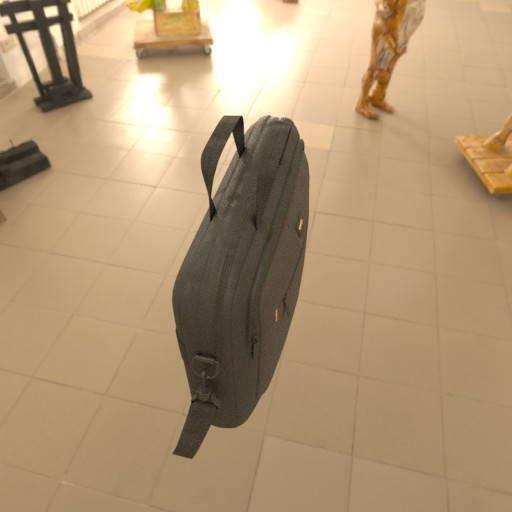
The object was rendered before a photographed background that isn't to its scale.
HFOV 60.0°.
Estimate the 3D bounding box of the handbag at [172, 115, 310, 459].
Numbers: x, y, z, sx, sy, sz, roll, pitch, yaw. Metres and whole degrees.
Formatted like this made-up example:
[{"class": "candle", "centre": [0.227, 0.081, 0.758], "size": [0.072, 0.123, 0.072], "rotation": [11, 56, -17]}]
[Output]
[{"class": "handbag", "centre": [0.000, 0.000, 0.421], "size": [0.089, 0.244, 0.320], "rotation": [10, 47, 9]}]
